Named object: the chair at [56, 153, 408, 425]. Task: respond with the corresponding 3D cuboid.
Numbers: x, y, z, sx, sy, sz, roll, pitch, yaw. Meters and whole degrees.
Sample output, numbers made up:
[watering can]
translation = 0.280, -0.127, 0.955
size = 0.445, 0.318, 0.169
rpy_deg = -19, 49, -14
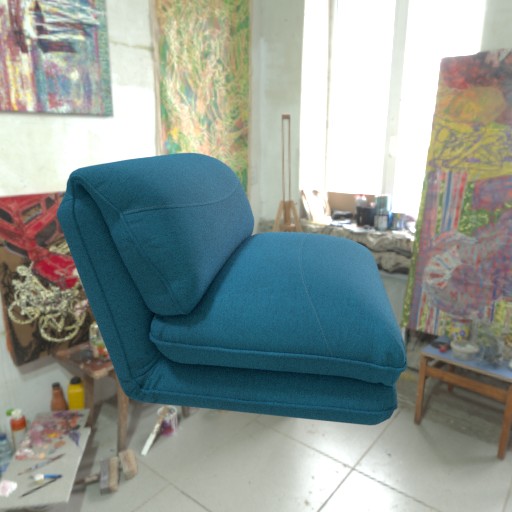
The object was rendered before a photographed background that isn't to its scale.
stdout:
[chair]
translation = 0.000, 0.000, 1.317
size = 0.780, 0.580, 0.820
rpy_deg = 2, 15, 9
